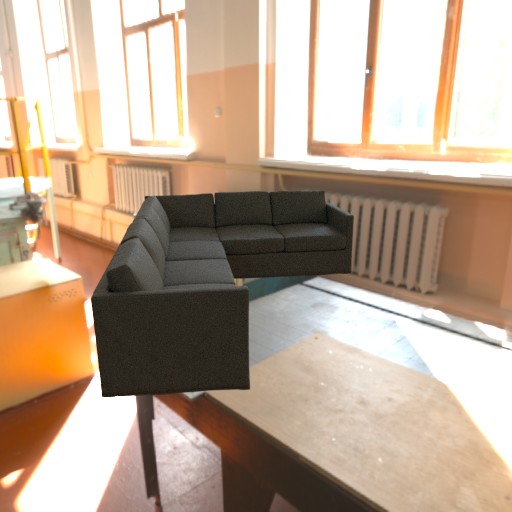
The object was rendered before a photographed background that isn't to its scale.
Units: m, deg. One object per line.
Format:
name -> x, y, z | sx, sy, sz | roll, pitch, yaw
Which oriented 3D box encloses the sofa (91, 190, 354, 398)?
sofa -> 0.000, 0.000, 4.281 | 2.432, 0.871, 3.182 | -3, 16, -9
